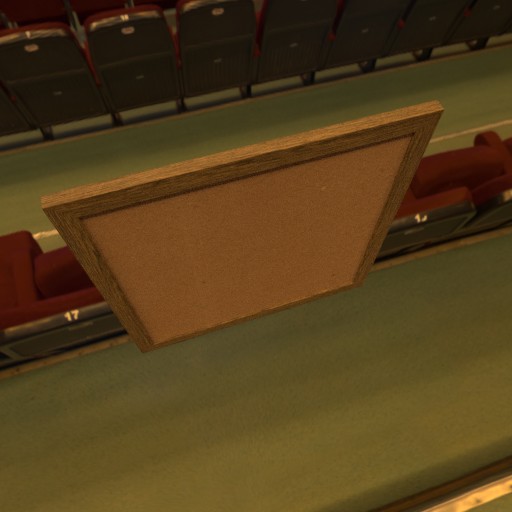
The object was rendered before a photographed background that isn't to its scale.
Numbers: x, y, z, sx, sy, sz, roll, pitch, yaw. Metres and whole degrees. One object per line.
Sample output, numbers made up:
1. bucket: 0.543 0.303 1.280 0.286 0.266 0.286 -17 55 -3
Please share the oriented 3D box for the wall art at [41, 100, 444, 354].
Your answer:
1. wall art: 0.000 0.000 0.757 0.508 0.508 0.019 -16 61 -9
